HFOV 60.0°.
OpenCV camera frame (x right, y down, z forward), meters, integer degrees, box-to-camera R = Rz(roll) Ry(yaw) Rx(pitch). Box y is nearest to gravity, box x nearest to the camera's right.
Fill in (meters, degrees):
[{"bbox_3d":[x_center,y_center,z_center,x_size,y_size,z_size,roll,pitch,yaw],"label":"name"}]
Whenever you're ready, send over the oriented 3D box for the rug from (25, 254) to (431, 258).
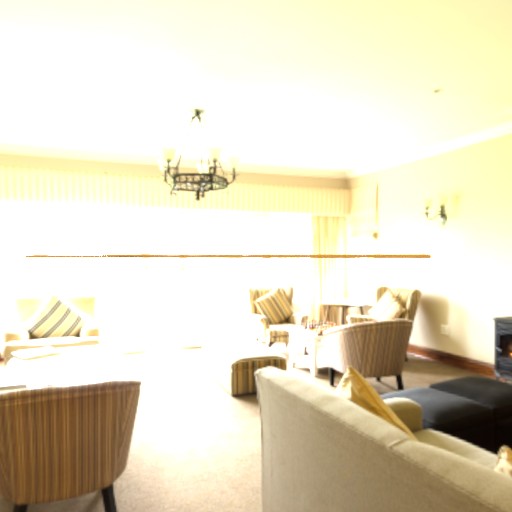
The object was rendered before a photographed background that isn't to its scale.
[{"bbox_3d":[0.000,0.000,0.902,0.639,0.006,0.548,0,0,19],"label":"rug"}]
